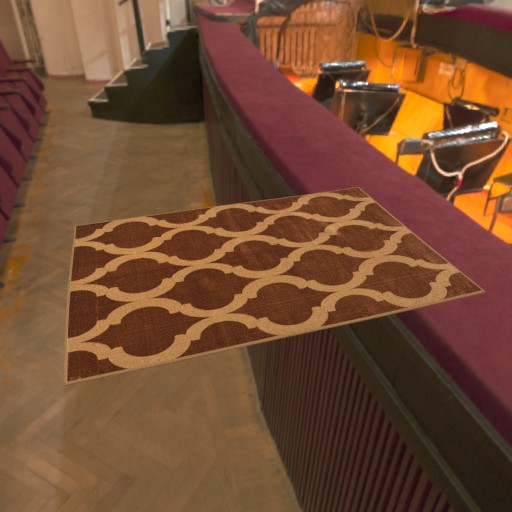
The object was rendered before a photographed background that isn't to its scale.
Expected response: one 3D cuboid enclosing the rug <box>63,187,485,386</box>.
[{"bbox_3d":[0.000,0.000,2.859,2.290,0.014,1.526,-10,34,-14],"label":"rug"}]
